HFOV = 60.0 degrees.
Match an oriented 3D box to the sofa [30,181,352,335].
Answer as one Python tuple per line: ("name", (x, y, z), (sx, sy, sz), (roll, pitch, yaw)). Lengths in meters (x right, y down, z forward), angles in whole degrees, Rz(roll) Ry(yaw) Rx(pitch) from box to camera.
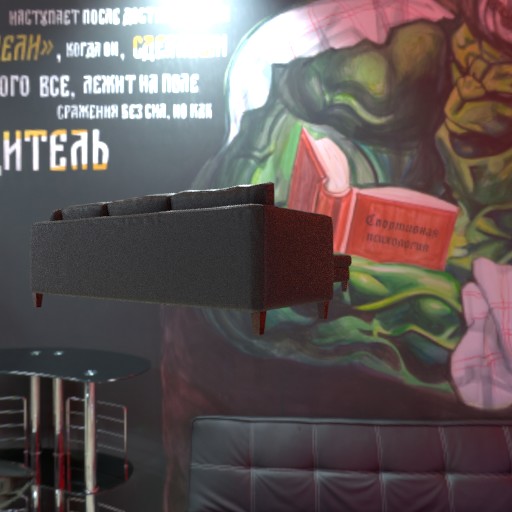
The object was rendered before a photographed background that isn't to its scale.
("sofa", (0.000, 0.000, 4.617), (2.593, 0.923, 3.460), (0, 0, 36))
